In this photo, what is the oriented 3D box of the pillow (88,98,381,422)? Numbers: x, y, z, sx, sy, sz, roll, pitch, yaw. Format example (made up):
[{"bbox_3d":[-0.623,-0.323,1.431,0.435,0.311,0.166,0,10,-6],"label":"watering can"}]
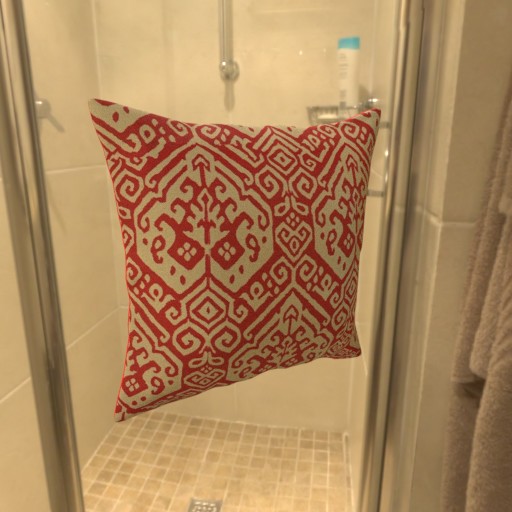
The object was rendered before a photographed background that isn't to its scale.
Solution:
[{"bbox_3d":[0.000,0.000,0.777,0.522,0.507,0.192,-8,17,-27],"label":"pillow"}]
